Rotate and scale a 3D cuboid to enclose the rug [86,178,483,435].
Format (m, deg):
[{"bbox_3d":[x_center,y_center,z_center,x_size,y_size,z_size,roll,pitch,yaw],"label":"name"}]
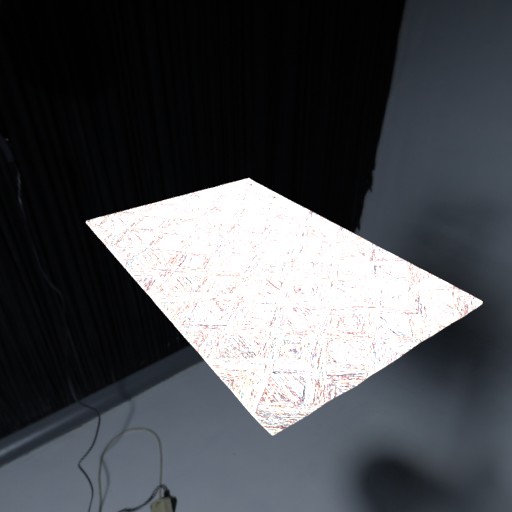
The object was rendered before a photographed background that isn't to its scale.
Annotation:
[{"bbox_3d":[0.000,0.000,2.218,1.143,0.014,1.761,-21,37,-30],"label":"rug"}]
